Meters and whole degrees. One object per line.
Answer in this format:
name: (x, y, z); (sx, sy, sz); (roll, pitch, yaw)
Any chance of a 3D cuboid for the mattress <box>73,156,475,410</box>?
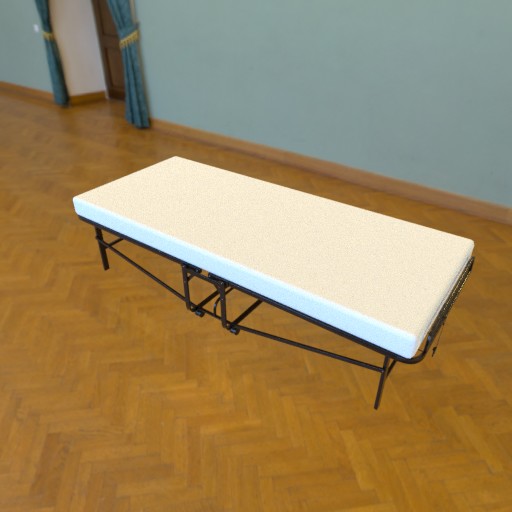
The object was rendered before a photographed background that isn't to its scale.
mattress: (0.000, 0.000, 2.573); (2.153, 0.519, 0.922); (21, 38, 29)
